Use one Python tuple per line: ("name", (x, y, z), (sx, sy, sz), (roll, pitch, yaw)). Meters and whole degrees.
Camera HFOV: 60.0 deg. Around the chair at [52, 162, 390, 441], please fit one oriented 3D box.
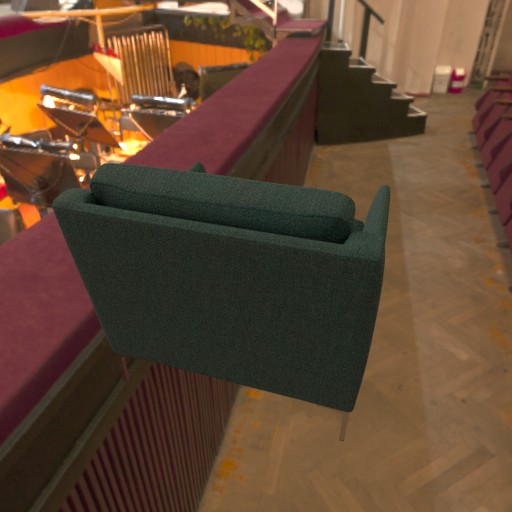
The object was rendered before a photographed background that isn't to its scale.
("chair", (0.000, 0.000, 1.527), (0.847, 0.828, 0.849), (10, 34, 15))
